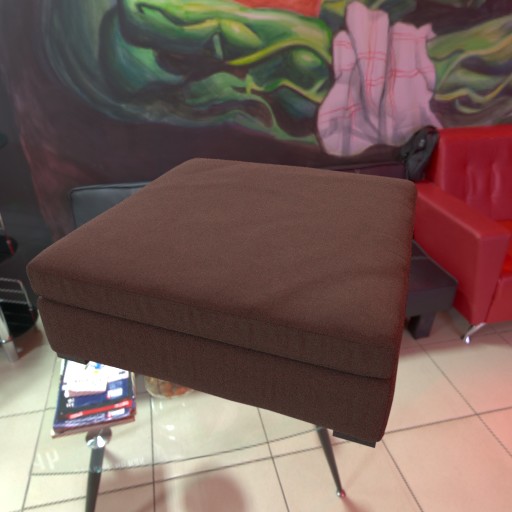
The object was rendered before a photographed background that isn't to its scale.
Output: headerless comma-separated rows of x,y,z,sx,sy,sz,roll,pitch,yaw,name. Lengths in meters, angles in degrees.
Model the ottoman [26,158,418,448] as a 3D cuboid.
0.000,0.000,1.788,1.181,0.470,1.181,10,31,17,ottoman
